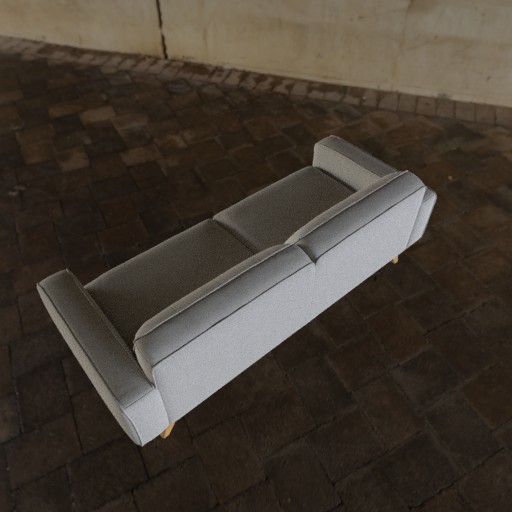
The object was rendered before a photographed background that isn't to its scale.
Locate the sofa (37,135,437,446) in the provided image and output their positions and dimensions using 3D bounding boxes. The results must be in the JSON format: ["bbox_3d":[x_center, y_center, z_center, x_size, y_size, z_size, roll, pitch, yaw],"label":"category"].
[{"bbox_3d":[0.000,0.000,2.692,2.270,0.781,0.956,-31,54,-26],"label":"sofa"}]
